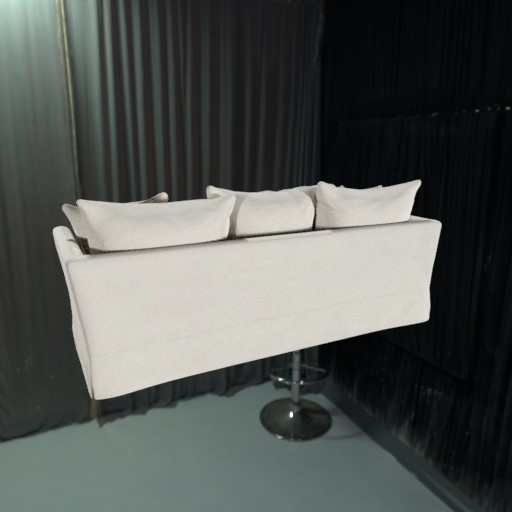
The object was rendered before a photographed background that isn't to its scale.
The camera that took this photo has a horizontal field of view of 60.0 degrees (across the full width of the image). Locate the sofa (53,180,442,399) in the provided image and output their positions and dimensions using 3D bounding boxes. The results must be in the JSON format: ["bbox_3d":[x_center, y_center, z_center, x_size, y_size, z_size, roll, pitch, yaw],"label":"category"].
[{"bbox_3d":[0.000,0.000,3.087,2.499,1.047,1.046,-7,16,-26],"label":"sofa"}]
